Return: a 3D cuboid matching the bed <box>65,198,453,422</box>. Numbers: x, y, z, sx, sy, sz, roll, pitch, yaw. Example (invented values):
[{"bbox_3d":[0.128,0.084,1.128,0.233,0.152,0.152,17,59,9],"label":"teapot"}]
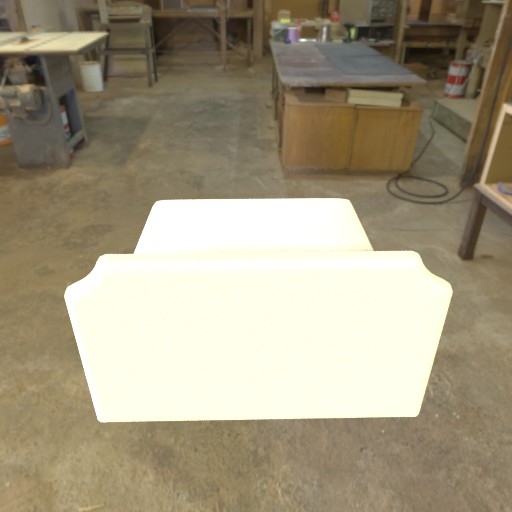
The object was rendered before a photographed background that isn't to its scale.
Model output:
[{"bbox_3d":[0.000,0.000,3.575,2.160,1.301,2.204,-1,32,-1],"label":"bed"}]
